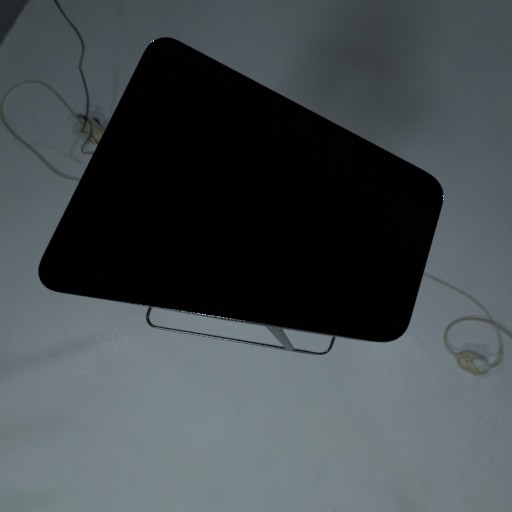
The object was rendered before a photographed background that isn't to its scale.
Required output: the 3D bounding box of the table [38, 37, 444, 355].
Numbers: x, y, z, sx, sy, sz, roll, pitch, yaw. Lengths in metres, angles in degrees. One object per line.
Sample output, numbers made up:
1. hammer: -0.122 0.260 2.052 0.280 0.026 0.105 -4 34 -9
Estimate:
1. table: 0.000 0.000 0.931 0.500 0.624 0.427 19 77 5
